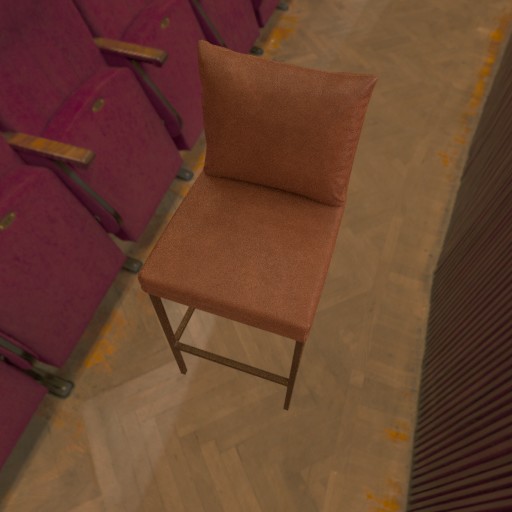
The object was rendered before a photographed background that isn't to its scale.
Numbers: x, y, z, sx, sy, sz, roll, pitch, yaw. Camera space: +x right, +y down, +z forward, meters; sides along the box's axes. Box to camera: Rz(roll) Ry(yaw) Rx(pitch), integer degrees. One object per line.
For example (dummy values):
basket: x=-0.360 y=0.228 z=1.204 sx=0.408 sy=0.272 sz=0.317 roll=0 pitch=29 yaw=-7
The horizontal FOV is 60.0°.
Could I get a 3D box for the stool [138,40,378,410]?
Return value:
stool: x=0.000 y=0.000 z=1.397 sx=0.463 sy=1.124 sz=0.571 roll=16 pitch=58 yaw=10
